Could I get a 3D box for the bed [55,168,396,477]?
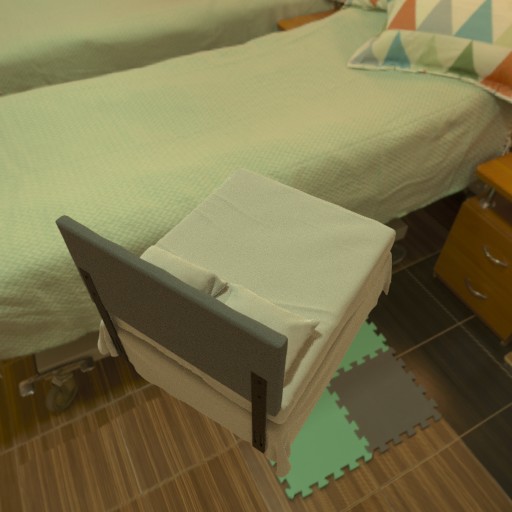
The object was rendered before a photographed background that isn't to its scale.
[{"bbox_3d":[0.000,0.000,3.561,1.936,1.577,2.222,26,53,21],"label":"bed"}]
